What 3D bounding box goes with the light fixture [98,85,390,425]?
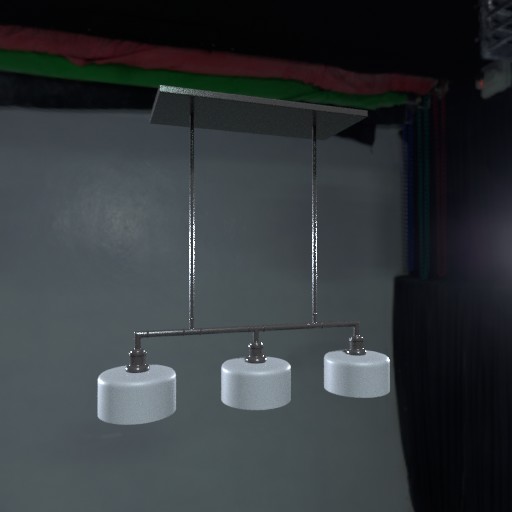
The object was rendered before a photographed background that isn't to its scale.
[{"bbox_3d":[0.000,0.000,0.868,0.582,0.557,0.177,0,-1,-19],"label":"light fixture"}]
